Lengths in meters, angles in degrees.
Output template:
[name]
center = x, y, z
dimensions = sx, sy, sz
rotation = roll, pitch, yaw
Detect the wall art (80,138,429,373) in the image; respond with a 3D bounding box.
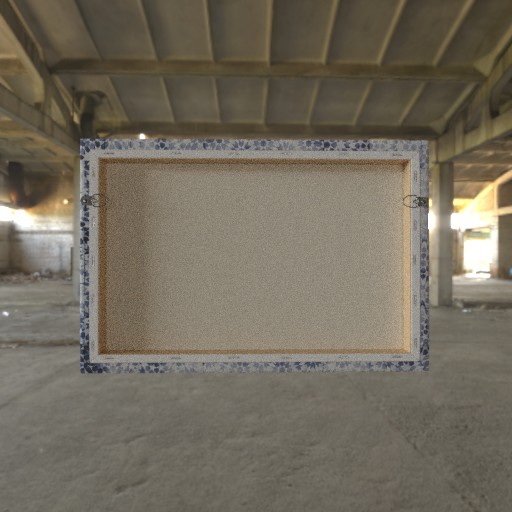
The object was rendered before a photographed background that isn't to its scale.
[wall art]
center = 0.000, 0.000, 1.179
dimensions = 0.911, 0.608, 0.057
rotation = 0, 0, -1
